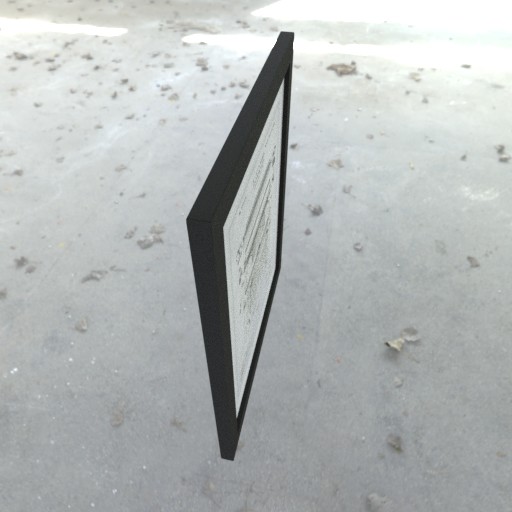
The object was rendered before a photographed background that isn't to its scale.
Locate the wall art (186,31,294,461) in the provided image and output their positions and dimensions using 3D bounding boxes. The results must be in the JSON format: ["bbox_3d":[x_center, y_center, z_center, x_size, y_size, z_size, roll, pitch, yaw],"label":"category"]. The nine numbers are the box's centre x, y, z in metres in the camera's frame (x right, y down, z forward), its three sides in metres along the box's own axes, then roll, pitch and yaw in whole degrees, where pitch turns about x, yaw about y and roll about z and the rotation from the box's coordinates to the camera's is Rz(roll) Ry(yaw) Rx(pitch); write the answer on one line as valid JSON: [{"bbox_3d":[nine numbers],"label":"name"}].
[{"bbox_3d":[0.000,0.000,0.681,0.021,0.508,0.432,9,46,9],"label":"wall art"}]
